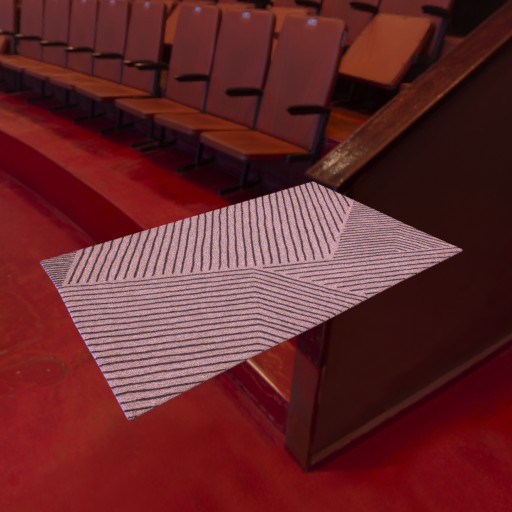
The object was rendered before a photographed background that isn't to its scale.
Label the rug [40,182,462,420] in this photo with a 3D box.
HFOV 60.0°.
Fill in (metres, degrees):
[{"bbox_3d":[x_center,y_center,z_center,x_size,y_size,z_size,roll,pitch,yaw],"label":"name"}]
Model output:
[{"bbox_3d":[0.000,0.000,2.979,2.406,0.023,1.539,-20,37,-30],"label":"rug"}]
